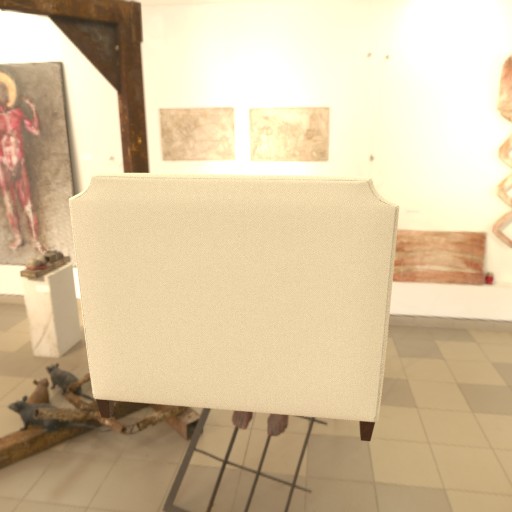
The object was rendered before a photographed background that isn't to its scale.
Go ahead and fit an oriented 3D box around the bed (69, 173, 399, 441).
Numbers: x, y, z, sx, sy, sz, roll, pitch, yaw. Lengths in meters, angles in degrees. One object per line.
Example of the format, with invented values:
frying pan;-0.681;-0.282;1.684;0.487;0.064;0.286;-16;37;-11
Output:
bed;0.000;0.000;3.505;1.712;1.497;2.372;2;16;7
